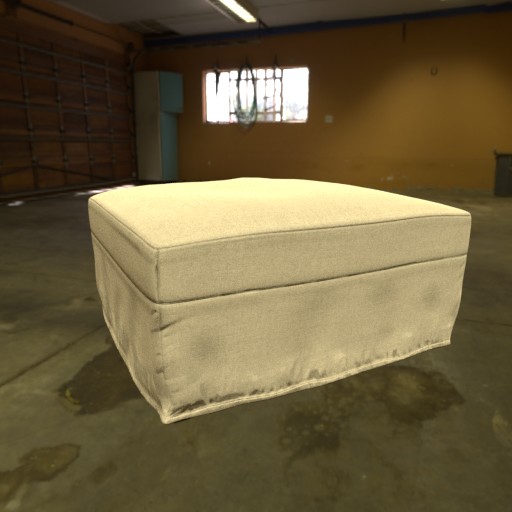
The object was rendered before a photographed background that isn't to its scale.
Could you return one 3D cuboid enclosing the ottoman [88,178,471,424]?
[{"bbox_3d":[0.000,0.000,1.327,0.843,0.436,0.840,-7,16,-27],"label":"ottoman"}]
